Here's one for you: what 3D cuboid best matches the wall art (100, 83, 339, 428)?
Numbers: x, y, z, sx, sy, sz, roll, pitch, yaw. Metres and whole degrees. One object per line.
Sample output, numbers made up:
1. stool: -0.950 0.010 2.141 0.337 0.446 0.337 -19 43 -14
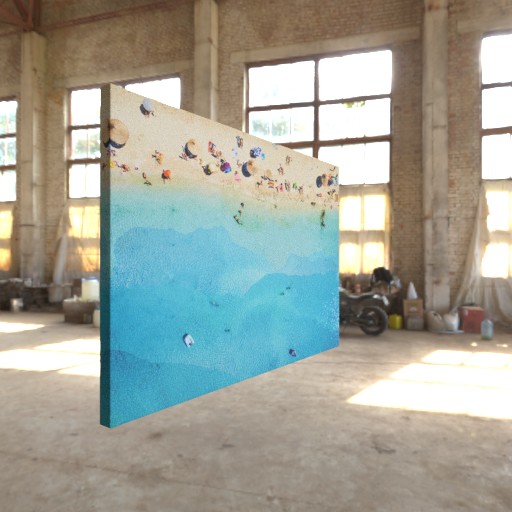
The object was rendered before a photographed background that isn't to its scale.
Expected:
1. wall art: 0.000 0.000 1.451 0.040 0.769 1.136 0 0 37
